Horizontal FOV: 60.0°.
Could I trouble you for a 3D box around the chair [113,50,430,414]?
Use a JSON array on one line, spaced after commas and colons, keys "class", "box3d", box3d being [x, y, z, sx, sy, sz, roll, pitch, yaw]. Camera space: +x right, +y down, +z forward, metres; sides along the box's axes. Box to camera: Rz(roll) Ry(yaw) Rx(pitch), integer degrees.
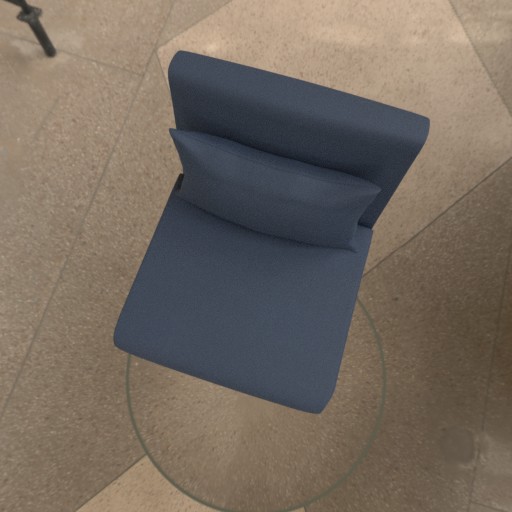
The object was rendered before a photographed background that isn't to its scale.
[{"class": "chair", "box3d": [0.000, 0.000, 1.536, 0.770, 0.808, 0.900, 17, 76, 4]}]
